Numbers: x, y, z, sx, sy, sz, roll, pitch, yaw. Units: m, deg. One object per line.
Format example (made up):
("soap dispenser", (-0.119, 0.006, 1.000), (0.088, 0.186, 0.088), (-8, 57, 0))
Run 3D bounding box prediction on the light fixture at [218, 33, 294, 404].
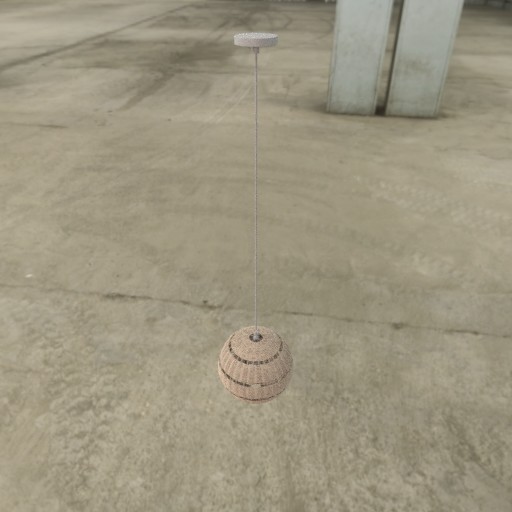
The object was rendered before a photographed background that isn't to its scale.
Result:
("light fixture", (0.000, 0.000, 2.252), (0.457, 2.019, 0.457), (22, 39, 30))
